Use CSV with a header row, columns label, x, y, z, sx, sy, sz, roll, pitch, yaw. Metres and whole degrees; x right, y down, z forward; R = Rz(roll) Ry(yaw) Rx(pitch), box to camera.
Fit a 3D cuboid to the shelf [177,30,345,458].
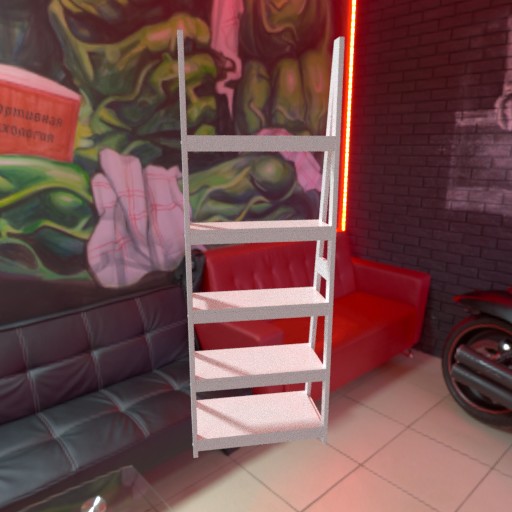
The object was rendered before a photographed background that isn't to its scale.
label,x,y,z,sx,sy,sz,roll,pitch,yaw
shelf,0.000,0.000,2.017,0.636,1.779,0.341,-2,14,-9
